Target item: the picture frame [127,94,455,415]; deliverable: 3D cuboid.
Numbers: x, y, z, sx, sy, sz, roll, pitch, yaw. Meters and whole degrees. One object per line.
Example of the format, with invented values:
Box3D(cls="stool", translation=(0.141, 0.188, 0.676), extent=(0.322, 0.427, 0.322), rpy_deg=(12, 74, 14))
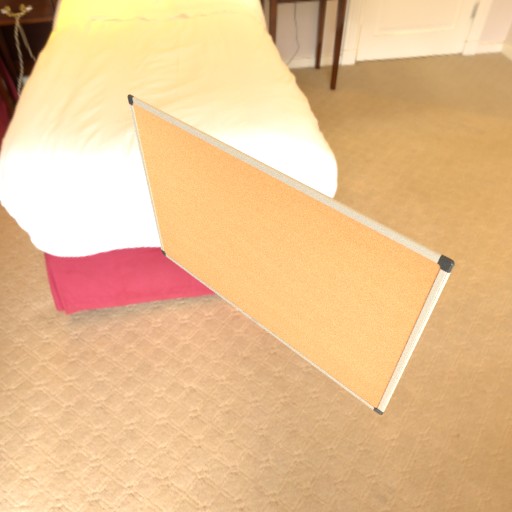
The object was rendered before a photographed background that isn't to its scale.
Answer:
Box3D(cls="picture frame", translation=(0.000, 0.000, 1.168), extent=(0.900, 0.600, 0.010), rpy_deg=(33, 55, 27))
